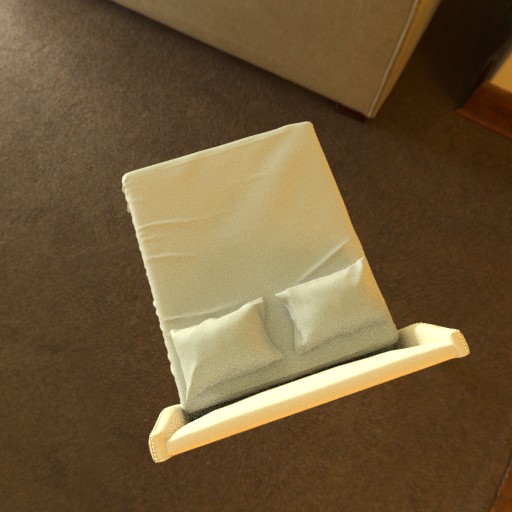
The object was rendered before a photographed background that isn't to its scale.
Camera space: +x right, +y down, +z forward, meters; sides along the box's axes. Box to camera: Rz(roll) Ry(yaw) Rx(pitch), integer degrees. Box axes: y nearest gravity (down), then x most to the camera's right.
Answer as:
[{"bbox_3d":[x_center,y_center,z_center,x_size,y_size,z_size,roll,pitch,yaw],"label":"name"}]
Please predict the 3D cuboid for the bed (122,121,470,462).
[{"bbox_3d":[0.000,0.000,3.407,1.925,1.332,2.276,-17,75,-5],"label":"bed"}]
